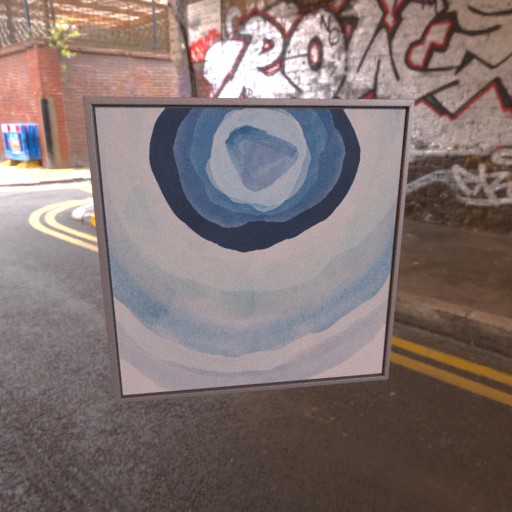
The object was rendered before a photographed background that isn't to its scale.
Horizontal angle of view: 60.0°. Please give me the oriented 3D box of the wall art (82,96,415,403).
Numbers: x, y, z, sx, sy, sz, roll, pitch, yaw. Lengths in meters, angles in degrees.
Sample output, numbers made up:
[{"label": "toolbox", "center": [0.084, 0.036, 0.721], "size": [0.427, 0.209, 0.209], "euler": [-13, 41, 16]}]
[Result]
[{"label": "wall art", "center": [0.000, 0.000, 0.520], "size": [0.349, 0.349, 0.028], "euler": [-2, 17, -8]}]
